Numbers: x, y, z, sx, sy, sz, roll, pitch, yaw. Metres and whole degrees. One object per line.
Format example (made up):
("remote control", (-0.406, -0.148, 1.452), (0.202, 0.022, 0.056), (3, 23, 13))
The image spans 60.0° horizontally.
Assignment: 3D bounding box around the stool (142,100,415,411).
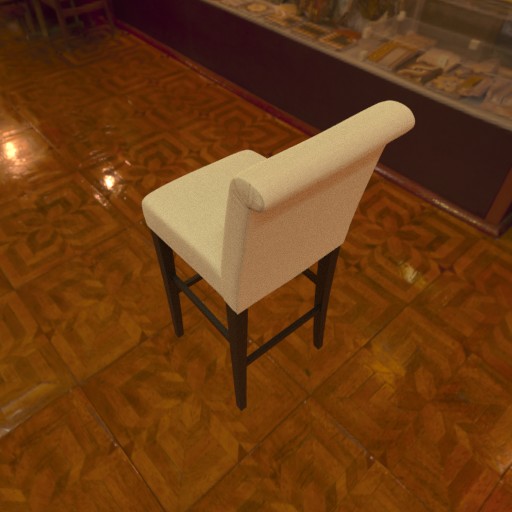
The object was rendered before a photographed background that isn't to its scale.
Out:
("stool", (0.000, 0.000, 1.436), (0.452, 1.124, 0.597), (-32, 55, -26))
